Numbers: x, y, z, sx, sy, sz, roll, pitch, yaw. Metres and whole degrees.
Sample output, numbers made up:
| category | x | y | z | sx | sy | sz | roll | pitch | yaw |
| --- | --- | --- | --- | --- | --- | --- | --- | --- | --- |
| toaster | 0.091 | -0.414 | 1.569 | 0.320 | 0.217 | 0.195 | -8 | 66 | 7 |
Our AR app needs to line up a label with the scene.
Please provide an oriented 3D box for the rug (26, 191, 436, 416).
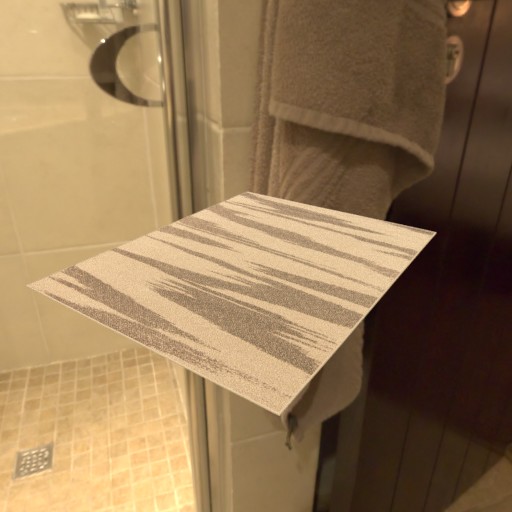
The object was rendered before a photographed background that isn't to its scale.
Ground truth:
| category | x | y | z | sx | sy | sz | roll | pitch | yaw |
| --- | --- | --- | --- | --- | --- | --- | --- | --- | --- |
| rug | 0.000 | 0.000 | 3.946 | 2.353 | 0.014 | 2.945 | 17 | 30 | 31 |
